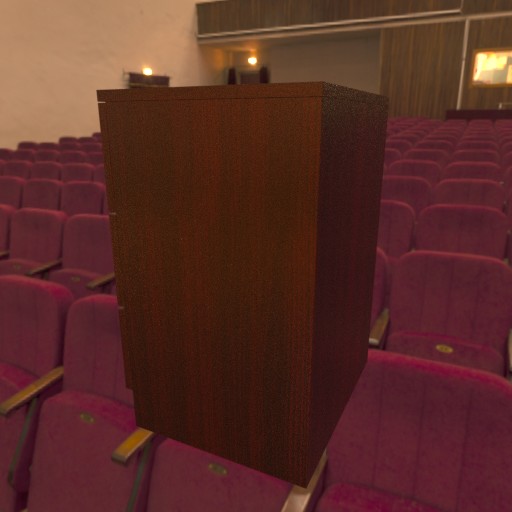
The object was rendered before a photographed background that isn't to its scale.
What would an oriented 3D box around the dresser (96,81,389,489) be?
[{"bbox_3d":[0.000,0.000,0.816,0.360,0.560,0.400,8,19,25],"label":"dresser"}]
